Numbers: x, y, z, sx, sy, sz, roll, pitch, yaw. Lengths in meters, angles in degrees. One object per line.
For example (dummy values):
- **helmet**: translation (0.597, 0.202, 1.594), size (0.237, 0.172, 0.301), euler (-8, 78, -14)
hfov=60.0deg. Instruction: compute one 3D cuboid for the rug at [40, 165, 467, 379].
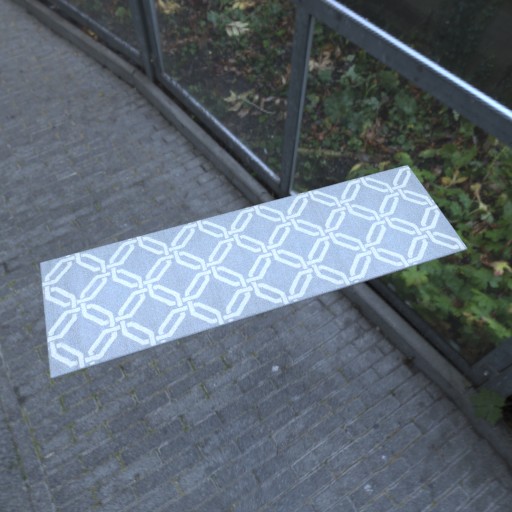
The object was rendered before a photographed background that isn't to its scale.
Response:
- **rug**: translation (0.000, 0.000, 2.458), size (2.276, 0.014, 0.678), euler (-16, 59, -10)
